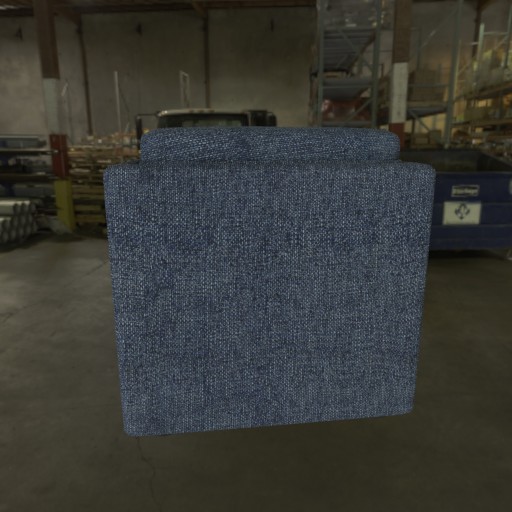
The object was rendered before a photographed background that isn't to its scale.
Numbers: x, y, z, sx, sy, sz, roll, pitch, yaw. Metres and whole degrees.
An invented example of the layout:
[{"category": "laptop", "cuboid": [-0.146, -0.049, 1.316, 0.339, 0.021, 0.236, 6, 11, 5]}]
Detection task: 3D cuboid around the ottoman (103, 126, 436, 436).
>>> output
[{"category": "ottoman", "cuboid": [0.000, 0.000, 0.831, 0.450, 0.460, 0.450, -2, 14, -7]}]
